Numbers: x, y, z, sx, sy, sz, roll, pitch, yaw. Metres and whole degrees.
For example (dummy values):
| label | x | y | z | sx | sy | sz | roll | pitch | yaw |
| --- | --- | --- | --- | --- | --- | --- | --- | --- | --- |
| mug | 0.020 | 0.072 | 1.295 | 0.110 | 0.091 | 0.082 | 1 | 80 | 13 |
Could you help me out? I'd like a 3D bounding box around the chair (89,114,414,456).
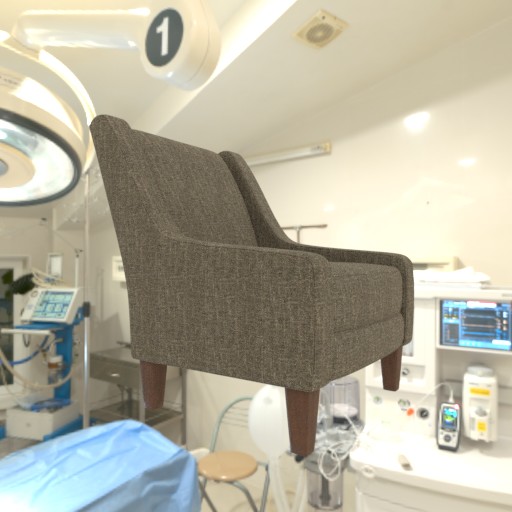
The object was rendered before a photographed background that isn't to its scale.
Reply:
| label | x | y | z | sx | sy | sz | roll | pitch | yaw |
| --- | --- | --- | --- | --- | --- | --- | --- | --- | --- |
| chair | 0.000 | 0.000 | 1.640 | 0.944 | 1.012 | 0.793 | 0 | 0 | 36 |
